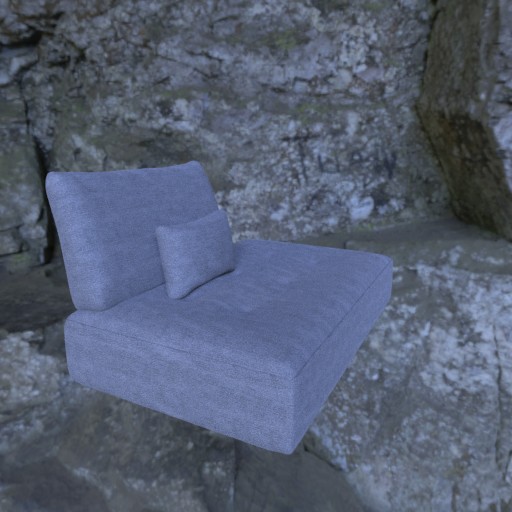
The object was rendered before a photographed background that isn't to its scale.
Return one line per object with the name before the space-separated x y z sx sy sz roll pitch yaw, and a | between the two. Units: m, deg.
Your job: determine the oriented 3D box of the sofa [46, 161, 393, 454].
sofa | 0.000 0.000 2.028 1.002 0.820 1.450 8 17 26
